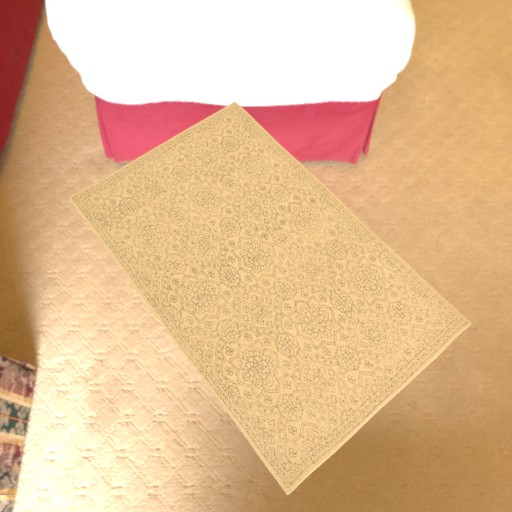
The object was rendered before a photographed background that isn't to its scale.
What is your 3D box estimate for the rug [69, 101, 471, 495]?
[{"bbox_3d":[0.000,0.000,2.982,1.518,0.023,2.434,-36,68,-16],"label":"rug"}]
